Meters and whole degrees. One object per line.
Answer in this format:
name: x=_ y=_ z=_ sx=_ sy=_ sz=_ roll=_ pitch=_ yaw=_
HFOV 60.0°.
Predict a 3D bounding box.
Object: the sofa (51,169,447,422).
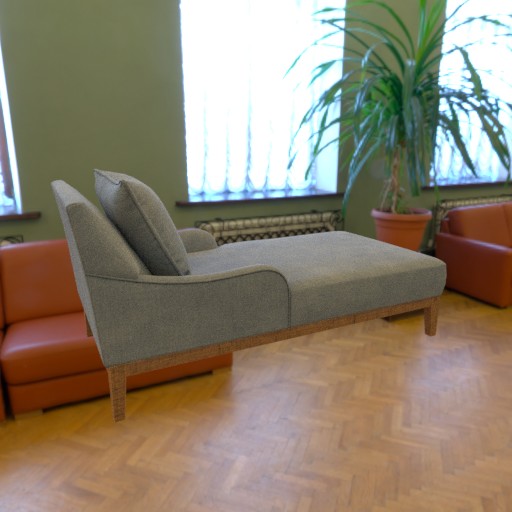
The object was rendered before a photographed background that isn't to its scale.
sofa: x=0.000 y=0.000 z=2.248 sx=1.779 sy=0.883 sz=0.904 roll=-7 pitch=17 yaw=-26
